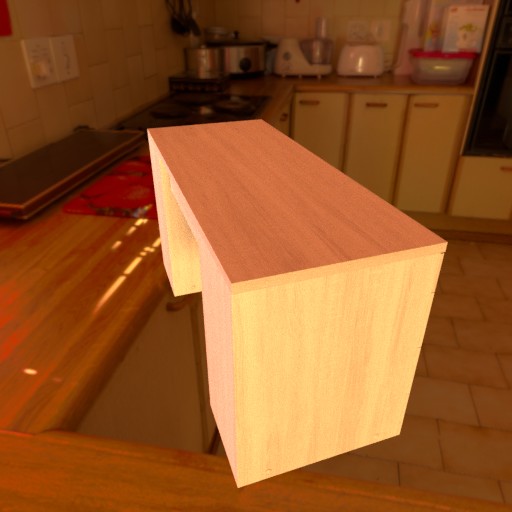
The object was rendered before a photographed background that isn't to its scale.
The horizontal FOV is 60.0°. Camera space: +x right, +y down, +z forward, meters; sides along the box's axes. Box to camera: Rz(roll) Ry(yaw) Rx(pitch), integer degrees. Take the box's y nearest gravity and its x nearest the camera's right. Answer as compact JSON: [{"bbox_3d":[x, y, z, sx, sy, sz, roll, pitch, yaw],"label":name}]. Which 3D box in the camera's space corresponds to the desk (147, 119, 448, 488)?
[{"bbox_3d":[0.000,0.000,1.796,0.600,0.740,1.390,-10,32,-17],"label":"desk"}]
